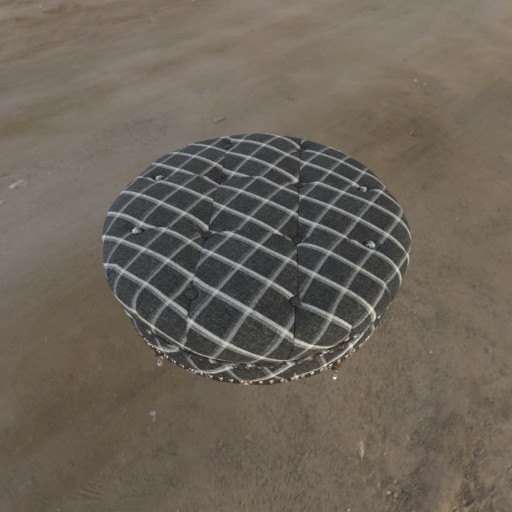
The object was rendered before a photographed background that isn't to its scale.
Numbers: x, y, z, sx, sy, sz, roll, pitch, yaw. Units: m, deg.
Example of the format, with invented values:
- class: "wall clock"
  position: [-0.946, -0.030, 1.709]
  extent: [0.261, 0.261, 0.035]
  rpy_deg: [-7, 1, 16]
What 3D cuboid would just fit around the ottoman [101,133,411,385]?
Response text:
- class: "ottoman"
  position: [0.000, 0.000, 1.401]
  extent: [0.901, 0.439, 0.901]
  rpy_deg: [0, 45, 0]
